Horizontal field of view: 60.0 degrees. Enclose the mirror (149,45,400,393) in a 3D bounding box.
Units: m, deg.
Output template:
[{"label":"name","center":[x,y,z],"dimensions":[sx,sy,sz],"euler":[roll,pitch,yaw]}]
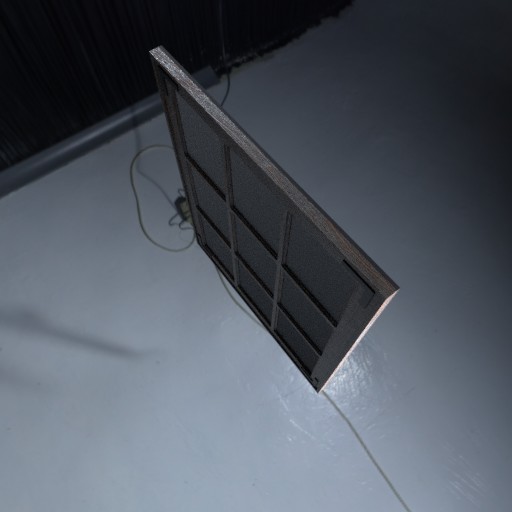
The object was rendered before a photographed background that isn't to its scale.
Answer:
[{"label":"mirror","center":[0.000,0.000,1.240],"dimensions":[0.032,0.882,0.730],"euler":[-34,68,-16]}]
